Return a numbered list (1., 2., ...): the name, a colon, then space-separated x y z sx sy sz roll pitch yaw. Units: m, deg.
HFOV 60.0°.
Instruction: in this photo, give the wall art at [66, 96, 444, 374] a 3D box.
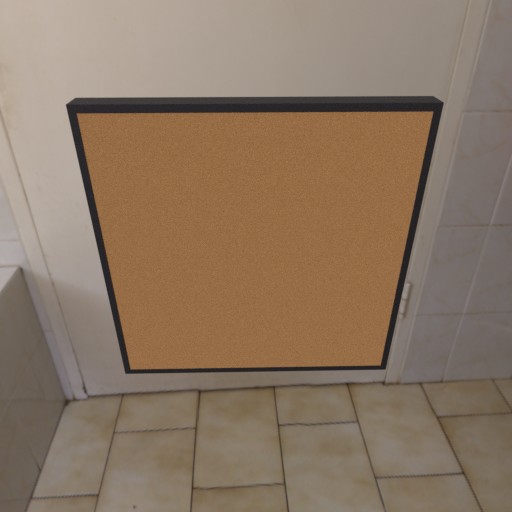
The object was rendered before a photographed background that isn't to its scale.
1. wall art: 0.000 0.000 0.748 0.509 0.509 0.040 -1 32 -1
